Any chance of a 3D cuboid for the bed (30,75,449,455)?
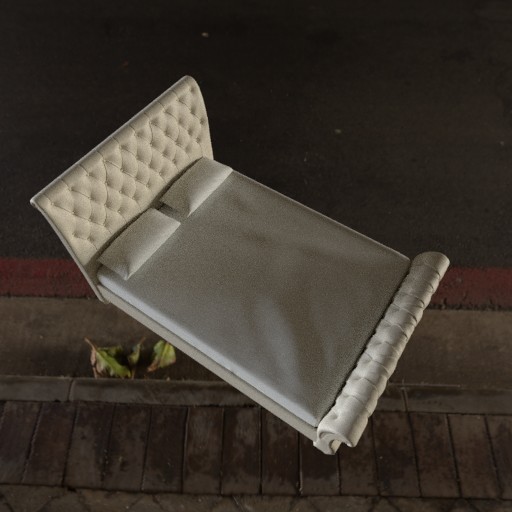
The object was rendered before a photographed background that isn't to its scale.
[{"bbox_3d":[0.000,0.000,3.368,2.493,1.268,1.606,29,61,18],"label":"bed"}]
